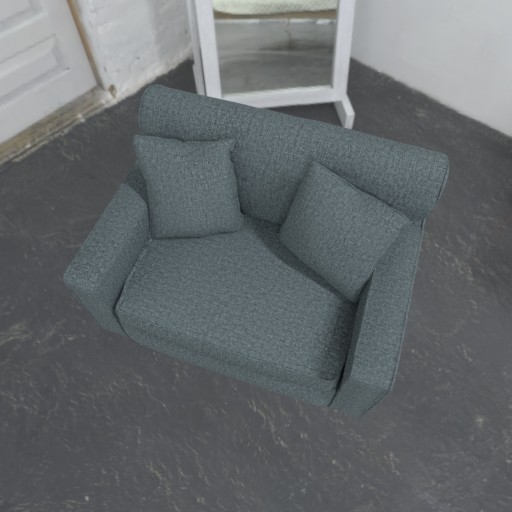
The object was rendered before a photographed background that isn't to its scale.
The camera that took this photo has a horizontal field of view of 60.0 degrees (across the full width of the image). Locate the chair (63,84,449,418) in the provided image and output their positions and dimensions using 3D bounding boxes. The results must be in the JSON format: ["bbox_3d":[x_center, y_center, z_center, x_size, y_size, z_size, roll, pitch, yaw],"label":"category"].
[{"bbox_3d":[0.000,0.000,2.063,1.383,0.948,1.000,17,61,10],"label":"chair"}]
